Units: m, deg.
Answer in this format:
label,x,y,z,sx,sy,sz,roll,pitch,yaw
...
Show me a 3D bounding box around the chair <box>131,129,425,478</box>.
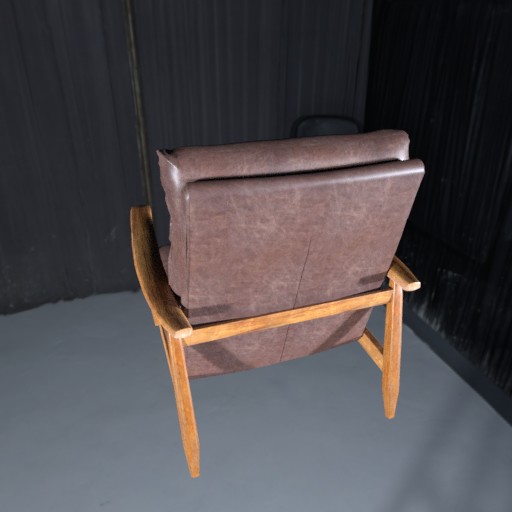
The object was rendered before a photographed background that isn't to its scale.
label,x,y,z,sx,sy,sz,roll,pitch,yaw
chair,0.000,0.000,1.478,0.782,0.897,0.830,-9,29,-17
